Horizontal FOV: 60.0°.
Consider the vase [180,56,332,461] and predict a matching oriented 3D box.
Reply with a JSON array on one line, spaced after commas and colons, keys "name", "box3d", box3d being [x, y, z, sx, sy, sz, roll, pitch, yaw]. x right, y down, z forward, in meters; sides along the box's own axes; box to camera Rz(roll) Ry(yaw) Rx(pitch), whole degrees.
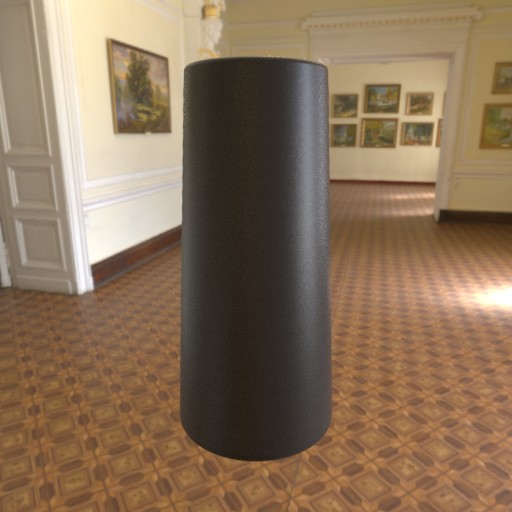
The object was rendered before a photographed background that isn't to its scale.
[{"name": "vase", "box3d": [0.000, 0.000, 0.366, 0.136, 0.289, 0.136, 8, 17, 27]}]
